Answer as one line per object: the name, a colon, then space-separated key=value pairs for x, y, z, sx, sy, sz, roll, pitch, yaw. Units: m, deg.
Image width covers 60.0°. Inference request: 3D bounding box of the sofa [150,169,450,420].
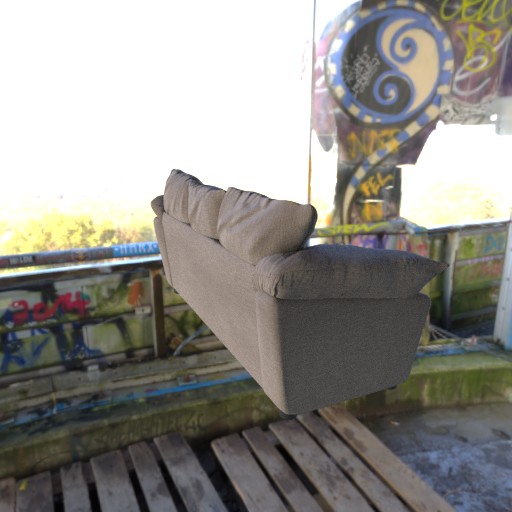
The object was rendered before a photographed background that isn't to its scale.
sofa: x=0.000 y=0.000 z=2.948 sx=0.927 sy=1.043 sz=2.390 roll=-7 pitch=16 yaw=-24
